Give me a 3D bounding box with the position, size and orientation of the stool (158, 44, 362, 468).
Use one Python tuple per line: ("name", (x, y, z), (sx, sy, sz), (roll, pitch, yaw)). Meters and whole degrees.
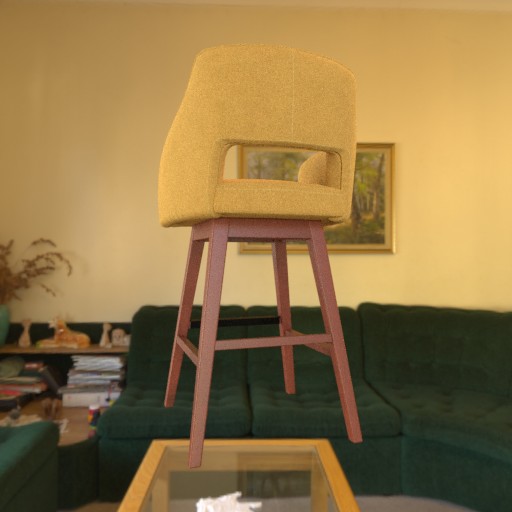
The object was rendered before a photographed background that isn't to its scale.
("stool", (0.000, 0.000, 1.323), (0.548, 1.012, 0.558), (0, 0, -19))
